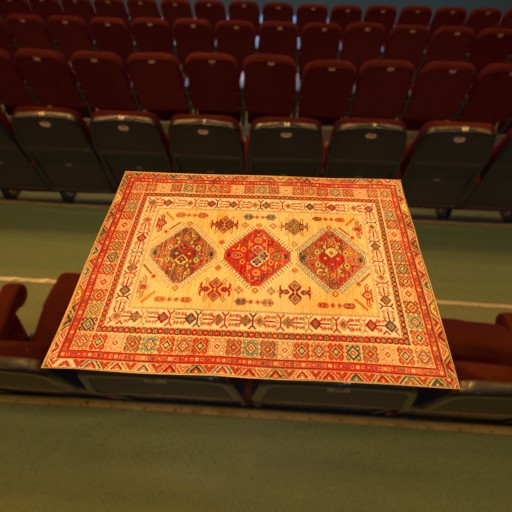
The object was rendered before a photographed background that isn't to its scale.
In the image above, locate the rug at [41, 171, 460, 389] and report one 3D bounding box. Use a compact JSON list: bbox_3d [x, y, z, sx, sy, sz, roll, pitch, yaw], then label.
[{"bbox_3d":[0.000,0.000,4.071,3.067,0.005,2.460,2,47,2],"label":"rug"}]
